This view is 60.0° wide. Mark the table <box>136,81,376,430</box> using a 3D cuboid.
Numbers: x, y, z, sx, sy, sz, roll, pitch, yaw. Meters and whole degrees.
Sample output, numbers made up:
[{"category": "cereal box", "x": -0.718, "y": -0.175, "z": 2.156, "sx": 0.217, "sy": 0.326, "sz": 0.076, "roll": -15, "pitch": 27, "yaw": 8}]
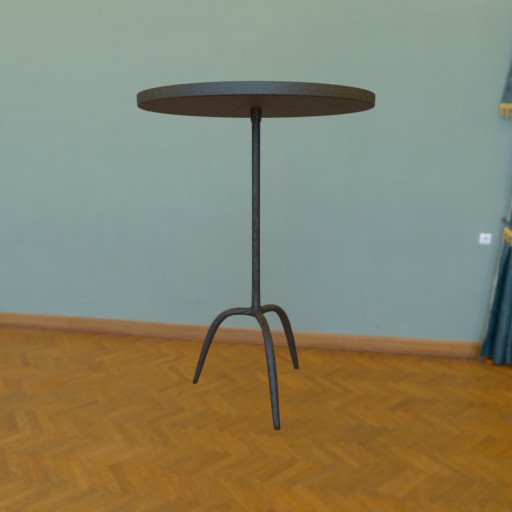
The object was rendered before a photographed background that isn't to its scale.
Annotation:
[{"category": "table", "x": 0.000, "y": 0.000, "z": 1.042, "sx": 0.502, "sy": 0.700, "sz": 0.502, "roll": 2, "pitch": 13, "yaw": 8}]
